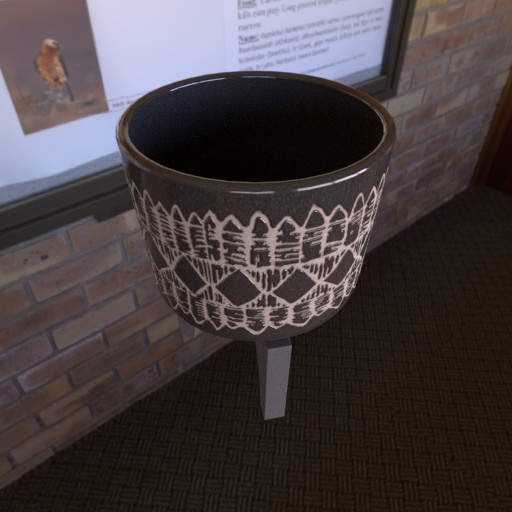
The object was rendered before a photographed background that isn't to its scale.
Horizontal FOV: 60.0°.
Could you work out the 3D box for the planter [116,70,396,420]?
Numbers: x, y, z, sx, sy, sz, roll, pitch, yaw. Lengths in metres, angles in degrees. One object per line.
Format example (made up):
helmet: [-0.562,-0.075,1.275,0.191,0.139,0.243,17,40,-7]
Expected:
planter: [0.000,0.000,0.401,0.196,0.264,0.196,12,42,14]
